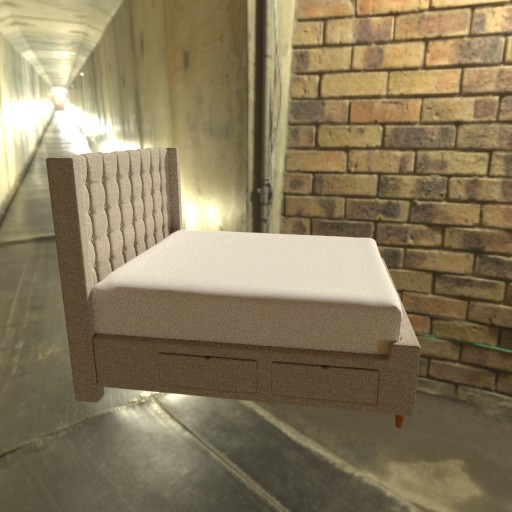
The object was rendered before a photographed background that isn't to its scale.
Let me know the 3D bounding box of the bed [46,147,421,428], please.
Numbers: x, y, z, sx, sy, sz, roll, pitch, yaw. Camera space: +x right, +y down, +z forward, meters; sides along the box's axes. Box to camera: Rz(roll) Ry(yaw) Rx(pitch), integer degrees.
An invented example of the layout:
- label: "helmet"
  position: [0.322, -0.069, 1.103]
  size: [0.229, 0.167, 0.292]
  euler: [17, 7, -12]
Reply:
- label: "bed"
  position: [0.000, 0.000, 3.785]
  size: [2.372, 1.748, 2.044]
  euler: [2, 16, 9]
